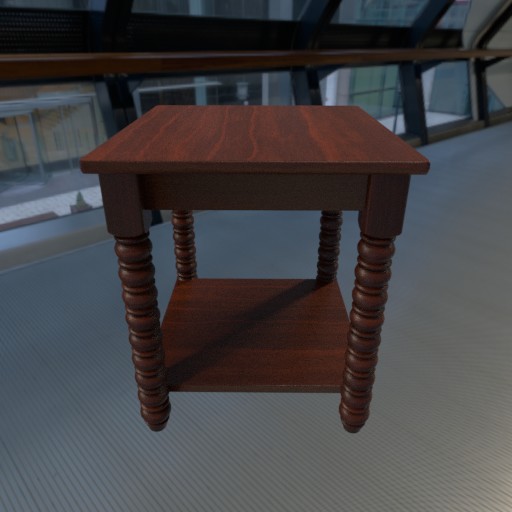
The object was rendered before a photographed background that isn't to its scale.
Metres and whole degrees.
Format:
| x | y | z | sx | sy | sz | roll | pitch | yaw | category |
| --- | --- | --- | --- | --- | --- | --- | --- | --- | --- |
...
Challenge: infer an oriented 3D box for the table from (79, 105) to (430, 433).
| x | y | z | sx | sy | sz | roll | pitch | yaw | category |
| --- | --- | --- | --- | --- | --- | --- | --- | --- | --- |
| 0.000 | 0.000 | 0.987 | 0.500 | 0.567 | 0.533 | 0 | 27 | 1 | table |
